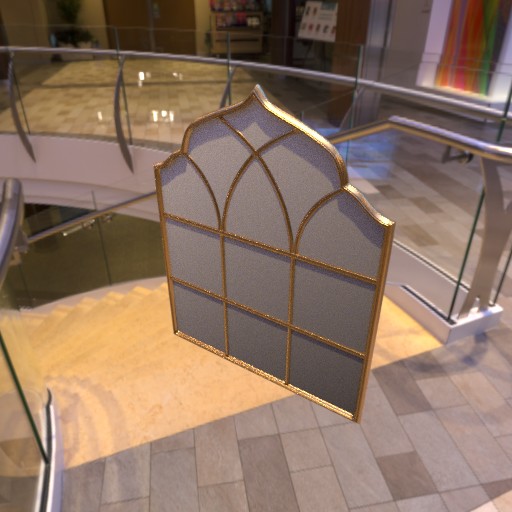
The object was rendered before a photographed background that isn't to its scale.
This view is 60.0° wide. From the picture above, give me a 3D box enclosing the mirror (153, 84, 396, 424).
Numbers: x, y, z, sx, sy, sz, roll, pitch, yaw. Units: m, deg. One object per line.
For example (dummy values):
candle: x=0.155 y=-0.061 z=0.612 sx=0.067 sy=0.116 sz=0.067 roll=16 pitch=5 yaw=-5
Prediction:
mirror: x=0.000 y=0.000 z=0.871 sx=0.513 sy=0.635 sz=0.018 roll=19 pitch=35 yaw=28
